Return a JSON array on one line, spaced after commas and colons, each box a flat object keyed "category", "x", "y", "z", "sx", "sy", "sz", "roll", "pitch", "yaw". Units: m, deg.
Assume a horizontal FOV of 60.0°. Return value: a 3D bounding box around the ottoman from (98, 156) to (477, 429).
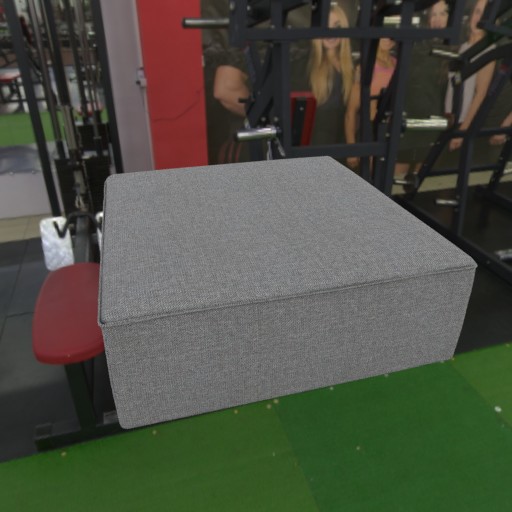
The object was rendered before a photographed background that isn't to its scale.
[{"category": "ottoman", "x": 0.000, "y": 0.000, "z": 1.591, "sx": 1.023, "sy": 0.423, "sz": 1.017, "roll": -7, "pitch": 31, "yaw": -13}]
